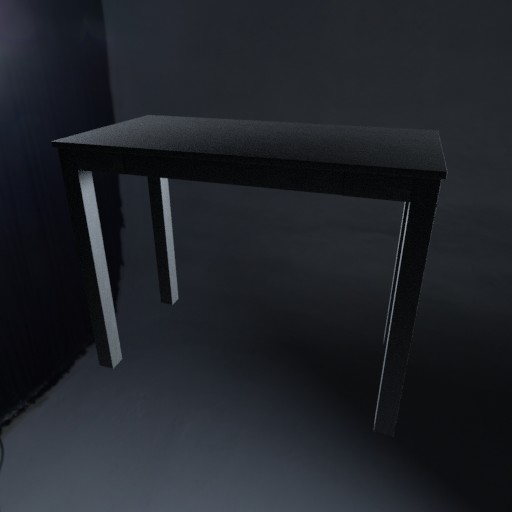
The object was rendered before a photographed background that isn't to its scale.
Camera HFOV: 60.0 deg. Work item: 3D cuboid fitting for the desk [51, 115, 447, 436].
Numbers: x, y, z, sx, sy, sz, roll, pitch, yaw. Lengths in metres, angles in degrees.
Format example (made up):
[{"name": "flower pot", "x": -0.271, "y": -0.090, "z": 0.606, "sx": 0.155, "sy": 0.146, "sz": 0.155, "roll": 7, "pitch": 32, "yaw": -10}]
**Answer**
[{"name": "desk", "x": 0.000, "y": 0.000, "z": 1.428, "sx": 0.991, "sy": 0.762, "sz": 0.499, "roll": 8, "pitch": 27, "yaw": 16}]
